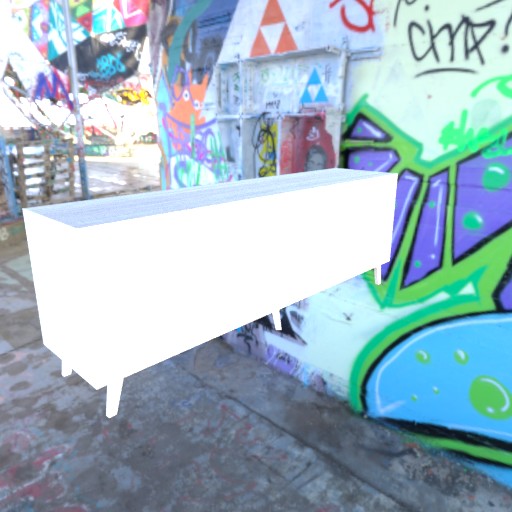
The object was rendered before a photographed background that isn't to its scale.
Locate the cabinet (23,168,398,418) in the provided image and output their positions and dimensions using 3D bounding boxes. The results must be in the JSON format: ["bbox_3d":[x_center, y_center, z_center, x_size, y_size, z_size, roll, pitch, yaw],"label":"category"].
[{"bbox_3d":[0.000,0.000,2.499,0.500,0.780,2.200,16,23,42],"label":"cabinet"}]
